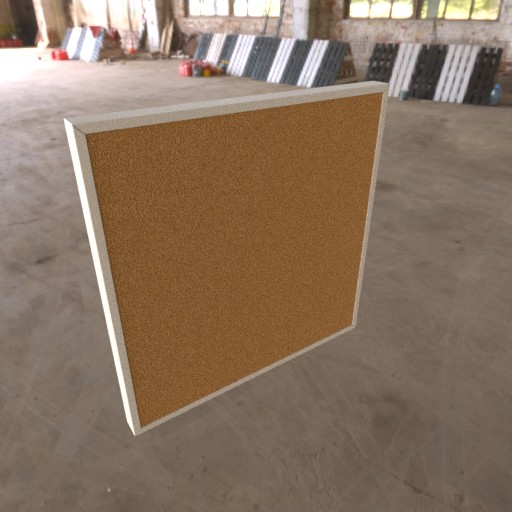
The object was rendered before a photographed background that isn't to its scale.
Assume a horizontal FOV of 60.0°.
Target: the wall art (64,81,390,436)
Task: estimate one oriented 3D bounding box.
[{"bbox_3d":[0.000,0.000,0.744,0.508,0.508,0.037,-19,35,-29],"label":"wall art"}]
